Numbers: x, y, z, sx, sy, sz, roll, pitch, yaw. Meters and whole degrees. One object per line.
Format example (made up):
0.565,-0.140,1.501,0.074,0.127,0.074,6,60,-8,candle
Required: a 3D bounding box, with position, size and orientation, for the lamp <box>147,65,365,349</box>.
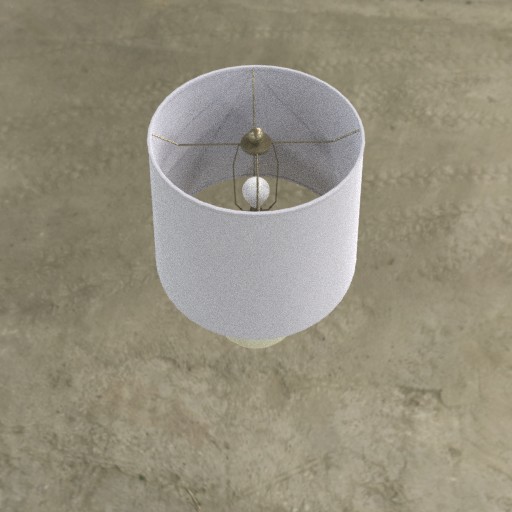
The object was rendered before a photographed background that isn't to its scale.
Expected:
0.000,0.000,0.551,0.239,0.399,0.239,0,57,0,lamp
